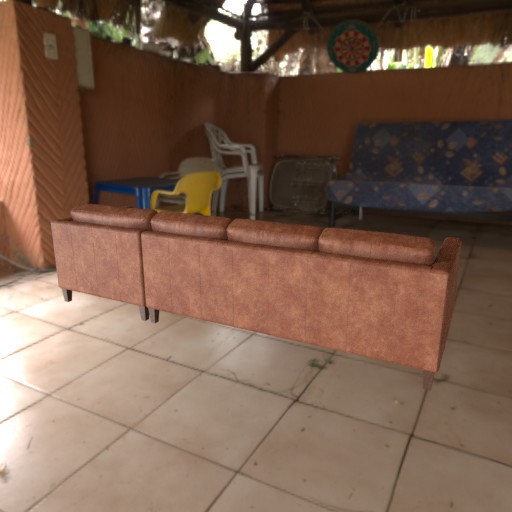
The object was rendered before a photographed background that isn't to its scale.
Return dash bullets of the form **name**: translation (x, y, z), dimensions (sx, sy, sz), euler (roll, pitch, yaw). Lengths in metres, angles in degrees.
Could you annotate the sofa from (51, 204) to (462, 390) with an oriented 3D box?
- **sofa**: translation (0.000, 0.000, 3.862), dimensions (3.203, 0.883, 1.581), euler (8, 17, 27)
